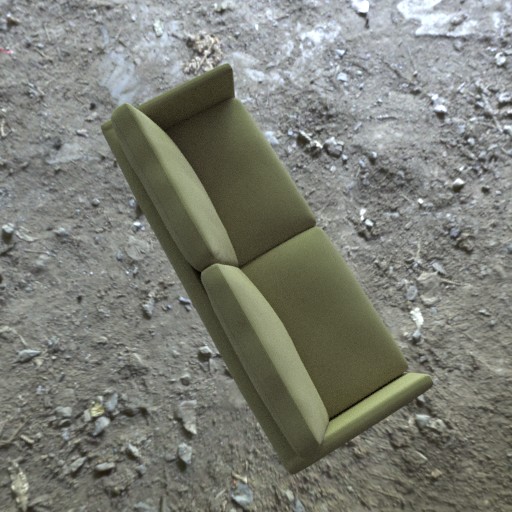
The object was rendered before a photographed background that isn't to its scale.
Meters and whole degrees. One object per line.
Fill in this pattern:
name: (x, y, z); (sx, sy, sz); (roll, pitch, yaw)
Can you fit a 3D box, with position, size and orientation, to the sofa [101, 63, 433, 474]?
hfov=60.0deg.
sofa: (0.000, 0.000, 2.878); (0.988, 0.912, 2.404); (-29, 78, -7)
